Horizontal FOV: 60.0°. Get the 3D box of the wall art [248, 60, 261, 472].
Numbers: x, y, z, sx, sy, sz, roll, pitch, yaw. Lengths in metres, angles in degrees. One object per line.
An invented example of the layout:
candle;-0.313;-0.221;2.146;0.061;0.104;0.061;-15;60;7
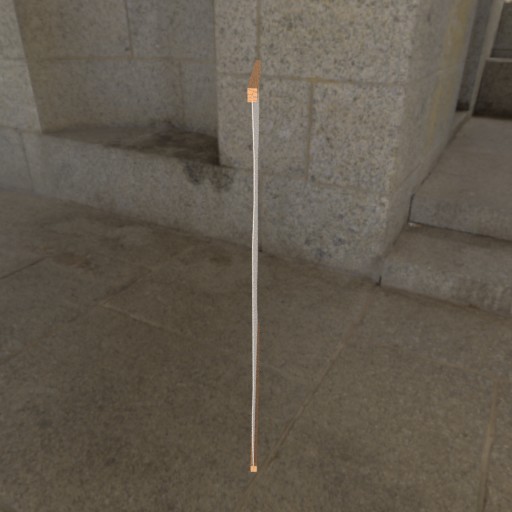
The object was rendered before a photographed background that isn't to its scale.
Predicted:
wall art;0.000;0.000;1.962;0.025;1.521;1.011;1;28;1
